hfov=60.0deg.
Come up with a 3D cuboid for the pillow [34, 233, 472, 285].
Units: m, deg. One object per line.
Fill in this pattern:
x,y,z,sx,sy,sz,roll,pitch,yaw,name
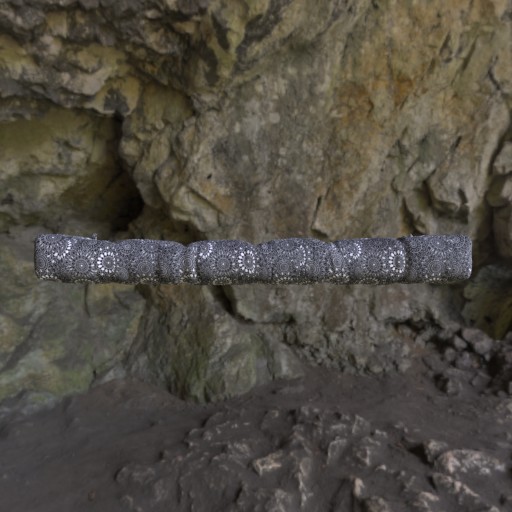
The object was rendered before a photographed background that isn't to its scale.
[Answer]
0.000,0.000,1.366,1.194,0.174,0.511,0,-2,-1,pillow
